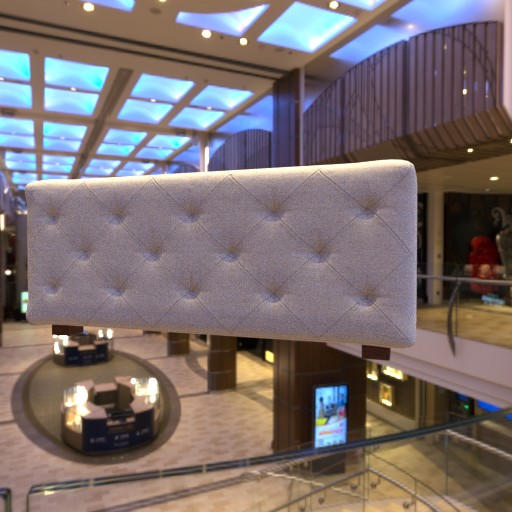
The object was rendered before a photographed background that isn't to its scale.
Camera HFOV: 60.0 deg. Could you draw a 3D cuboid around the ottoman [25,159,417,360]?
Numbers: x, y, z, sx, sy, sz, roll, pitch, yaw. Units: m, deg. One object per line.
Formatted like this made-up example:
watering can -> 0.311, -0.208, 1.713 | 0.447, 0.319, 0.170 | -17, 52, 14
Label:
ottoman -> 0.000, 0.000, 1.548 | 1.028, 0.439, 1.028 | 0, 1, 18
